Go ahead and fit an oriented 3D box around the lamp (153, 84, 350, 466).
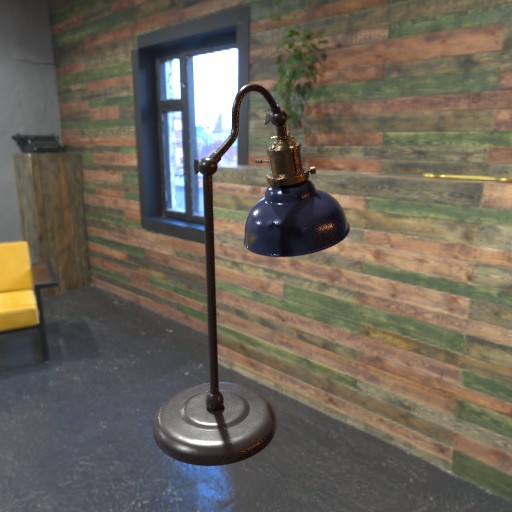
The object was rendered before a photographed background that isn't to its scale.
[{"bbox_3d":[0.000,0.000,0.697,0.192,0.508,0.374,13,19,42],"label":"lamp"}]
